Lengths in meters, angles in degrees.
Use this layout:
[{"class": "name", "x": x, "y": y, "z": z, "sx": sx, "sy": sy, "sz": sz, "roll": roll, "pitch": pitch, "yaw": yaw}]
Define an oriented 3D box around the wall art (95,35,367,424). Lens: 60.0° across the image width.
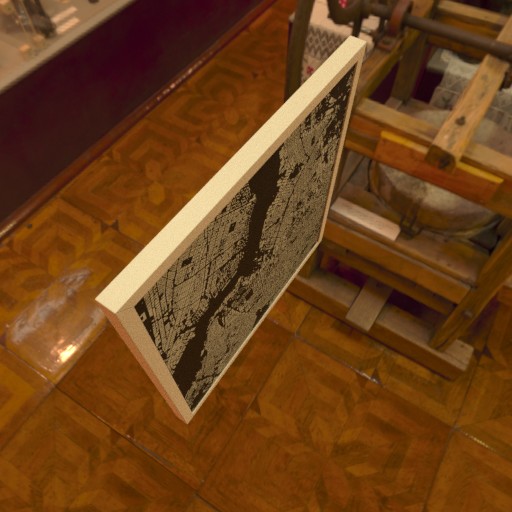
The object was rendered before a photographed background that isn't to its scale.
[{"class": "wall art", "x": 0.000, "y": 0.000, "z": 1.107, "sx": 0.050, "sy": 0.762, "sz": 0.761, "roll": 30, "pitch": 63, "yaw": 17}]
